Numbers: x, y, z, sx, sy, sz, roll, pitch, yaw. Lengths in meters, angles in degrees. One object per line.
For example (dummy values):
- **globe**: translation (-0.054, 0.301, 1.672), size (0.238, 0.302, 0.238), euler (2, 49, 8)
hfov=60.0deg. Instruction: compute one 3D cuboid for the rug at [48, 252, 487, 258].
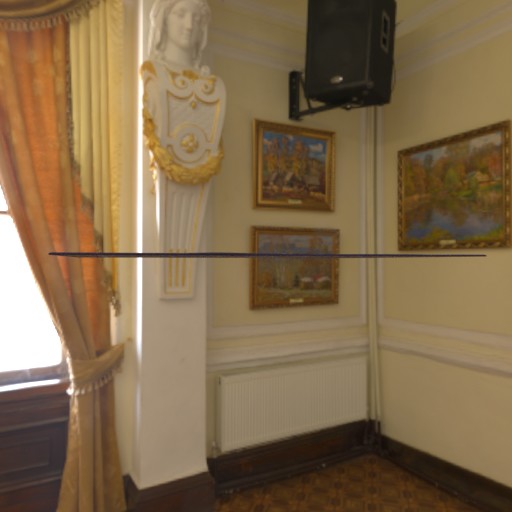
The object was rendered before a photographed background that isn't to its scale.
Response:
- **rug**: translation (0.000, 0.000, 2.259), size (1.781, 0.012, 1.184), euler (0, -1, -17)
